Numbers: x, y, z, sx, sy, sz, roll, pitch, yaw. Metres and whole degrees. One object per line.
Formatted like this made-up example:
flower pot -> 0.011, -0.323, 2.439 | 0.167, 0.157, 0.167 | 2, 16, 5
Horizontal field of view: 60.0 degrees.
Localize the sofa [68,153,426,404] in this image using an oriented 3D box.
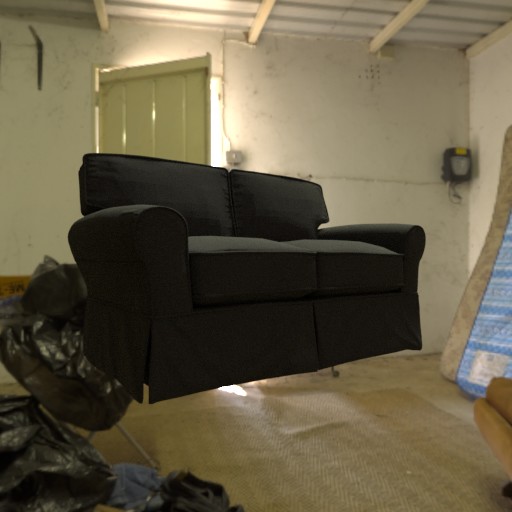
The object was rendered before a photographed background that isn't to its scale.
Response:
sofa -> 0.000, 0.000, 2.409 | 1.801, 1.059, 0.997 | 0, 0, -36
